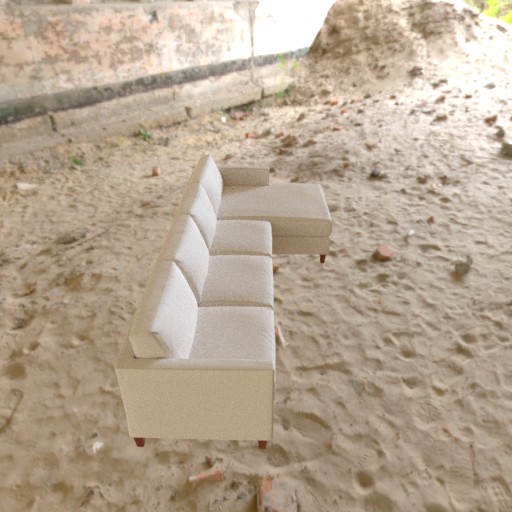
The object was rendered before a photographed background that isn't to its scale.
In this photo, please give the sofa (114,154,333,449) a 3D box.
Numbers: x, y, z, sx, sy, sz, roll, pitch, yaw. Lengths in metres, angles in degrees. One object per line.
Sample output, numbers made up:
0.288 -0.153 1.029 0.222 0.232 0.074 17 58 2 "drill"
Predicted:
0.000 0.000 4.128 1.606 0.954 3.471 0 31 1 "sofa"
